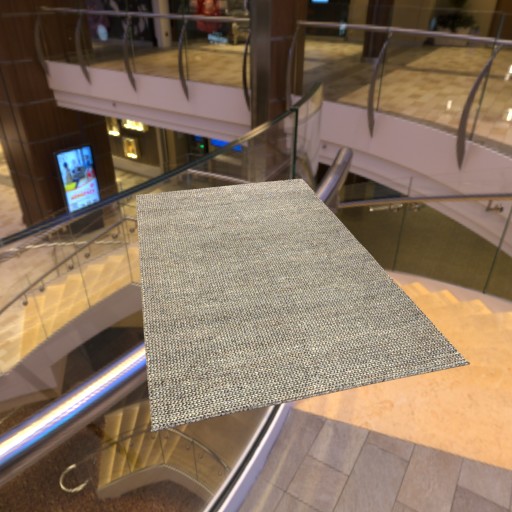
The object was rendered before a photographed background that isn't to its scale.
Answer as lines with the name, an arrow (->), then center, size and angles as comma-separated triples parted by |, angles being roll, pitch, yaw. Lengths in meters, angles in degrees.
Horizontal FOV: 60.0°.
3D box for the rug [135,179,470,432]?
rug -> 0.000, 0.000, 3.007 | 1.538, 0.021, 2.443 | -8, 33, -12
